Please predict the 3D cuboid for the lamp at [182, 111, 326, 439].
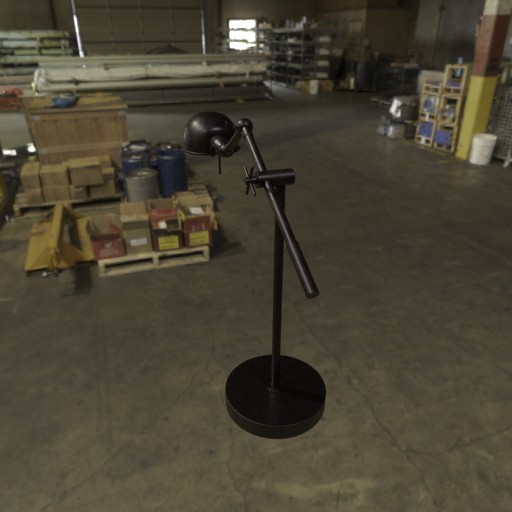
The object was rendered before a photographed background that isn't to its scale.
[{"bbox_3d":[0.000,0.000,0.812,0.185,0.495,0.567,-9,28,-17],"label":"lamp"}]
